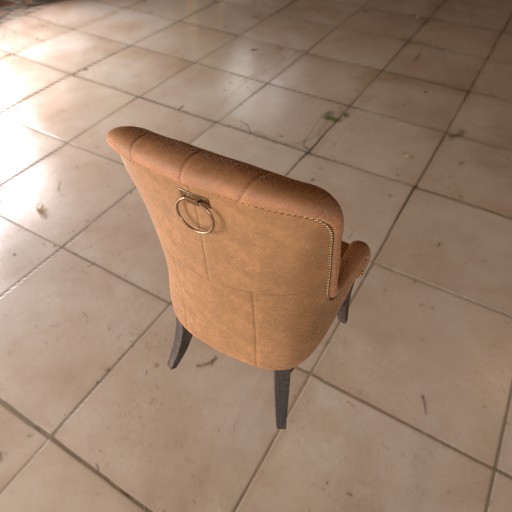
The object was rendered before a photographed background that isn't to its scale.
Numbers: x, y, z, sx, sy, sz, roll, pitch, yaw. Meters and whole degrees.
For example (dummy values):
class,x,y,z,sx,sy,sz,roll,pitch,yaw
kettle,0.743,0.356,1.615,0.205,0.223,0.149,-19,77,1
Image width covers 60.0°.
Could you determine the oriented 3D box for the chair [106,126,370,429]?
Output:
class,x,y,z,sx,sy,sz,roll,pitch,yaw
chair,0.000,0.000,1.469,0.634,1.091,0.629,22,51,20
